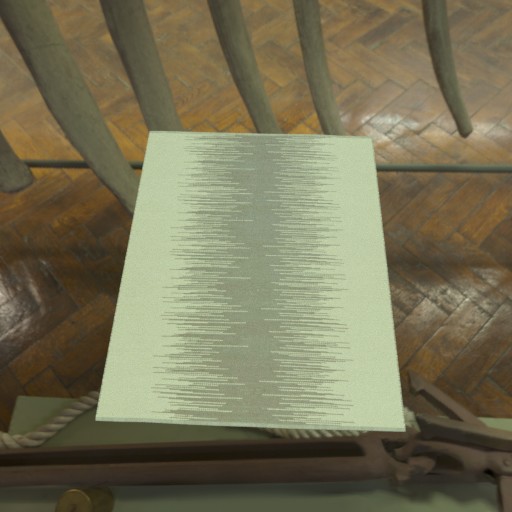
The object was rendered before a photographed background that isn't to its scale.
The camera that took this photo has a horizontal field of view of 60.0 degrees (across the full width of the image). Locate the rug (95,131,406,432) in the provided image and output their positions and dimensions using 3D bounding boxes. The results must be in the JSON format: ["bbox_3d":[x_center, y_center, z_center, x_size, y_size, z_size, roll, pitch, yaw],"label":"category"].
[{"bbox_3d":[0.000,0.000,4.184,2.453,0.010,3.037,2,63,1],"label":"rug"}]
